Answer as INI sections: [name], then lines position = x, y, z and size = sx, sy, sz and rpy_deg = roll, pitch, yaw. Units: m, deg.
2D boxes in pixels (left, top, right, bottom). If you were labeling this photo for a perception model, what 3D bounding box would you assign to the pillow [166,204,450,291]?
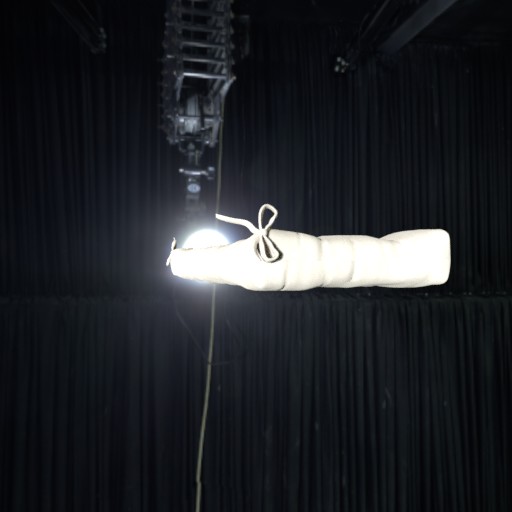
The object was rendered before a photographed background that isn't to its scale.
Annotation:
[pillow]
position = 0.000, 0.000, 1.386
size = 0.511, 0.174, 1.194
rpy_deg = 0, -1, -19
